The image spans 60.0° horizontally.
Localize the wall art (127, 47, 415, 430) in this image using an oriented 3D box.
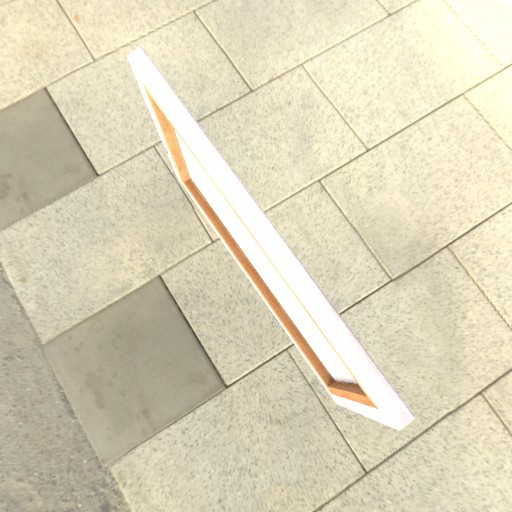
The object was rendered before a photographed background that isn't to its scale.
[{"bbox_3d":[0.000,0.000,1.146,0.038,0.609,0.913,-34,78,-8],"label":"wall art"}]
